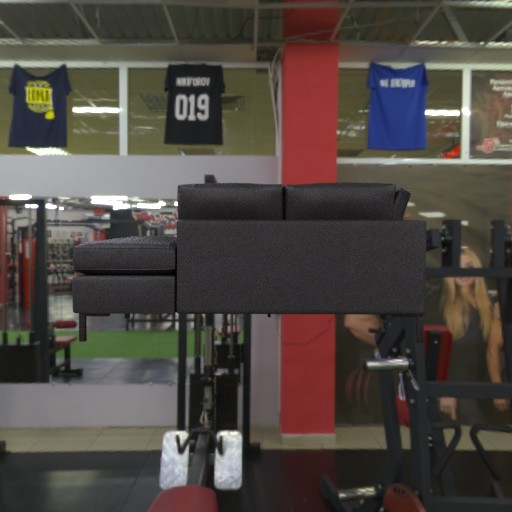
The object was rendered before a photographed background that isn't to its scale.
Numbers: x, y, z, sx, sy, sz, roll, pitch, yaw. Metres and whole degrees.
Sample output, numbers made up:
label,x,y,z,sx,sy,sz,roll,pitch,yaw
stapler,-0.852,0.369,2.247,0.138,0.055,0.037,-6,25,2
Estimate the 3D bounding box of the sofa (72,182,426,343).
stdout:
label,x,y,z,sx,sy,sz,roll,pitch,yaw
sofa,0.000,0.000,3.852,1.938,0.877,2.984,0,1,2
